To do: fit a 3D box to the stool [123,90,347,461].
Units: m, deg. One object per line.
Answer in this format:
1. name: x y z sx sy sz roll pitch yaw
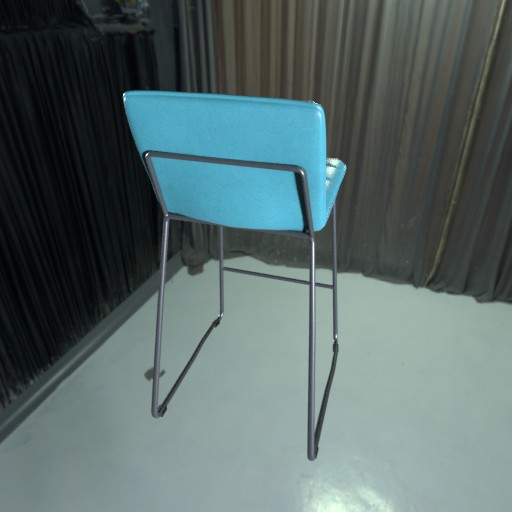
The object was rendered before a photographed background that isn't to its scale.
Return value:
1. stool: 0.000 0.000 1.218 0.489 0.936 0.524 9 32 15
